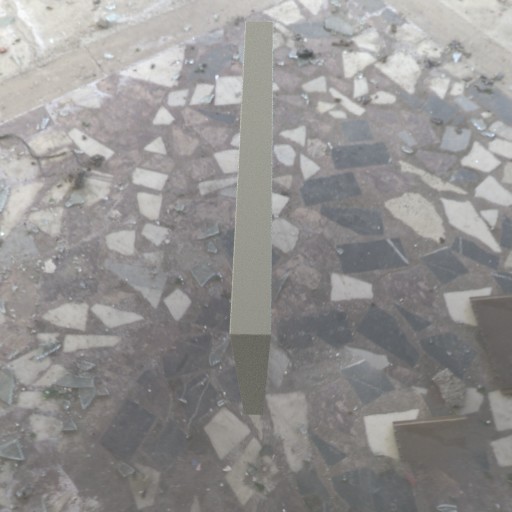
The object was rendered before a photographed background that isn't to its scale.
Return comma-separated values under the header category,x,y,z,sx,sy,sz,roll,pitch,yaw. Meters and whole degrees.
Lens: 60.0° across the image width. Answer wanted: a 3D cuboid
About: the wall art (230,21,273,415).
category,x,y,z,sx,sy,sz,roll,pitch,yaw
wall art,0.000,0.000,0.756,0.039,0.553,0.445,1,63,1
